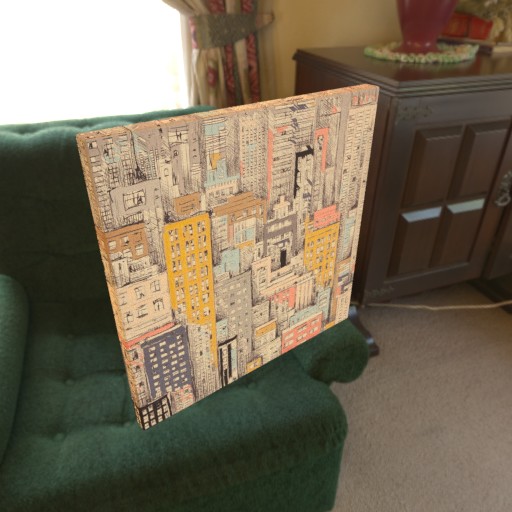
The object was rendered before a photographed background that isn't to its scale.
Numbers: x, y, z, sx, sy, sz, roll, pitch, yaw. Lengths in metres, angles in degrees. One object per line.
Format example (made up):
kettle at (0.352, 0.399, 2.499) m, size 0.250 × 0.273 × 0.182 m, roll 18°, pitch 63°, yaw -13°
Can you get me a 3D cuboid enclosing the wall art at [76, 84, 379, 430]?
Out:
wall art at (0.000, 0.000, 0.922) m, size 0.607 × 0.608 × 0.038 m, roll -22°, pitch 38°, yaw -31°
